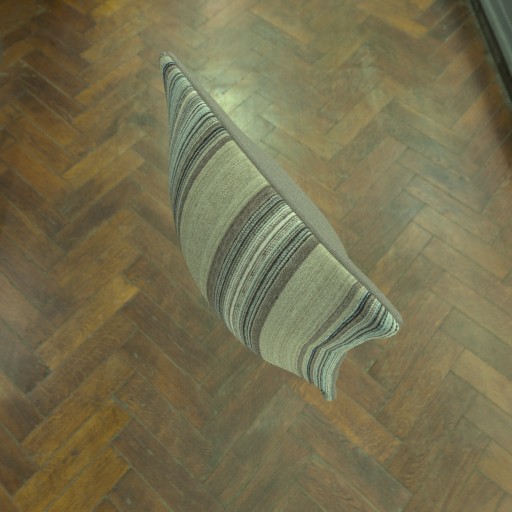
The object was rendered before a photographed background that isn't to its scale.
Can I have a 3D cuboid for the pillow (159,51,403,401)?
[{"bbox_3d":[0.000,0.000,0.649,0.189,0.416,0.435,-31,68,-14],"label":"pillow"}]
